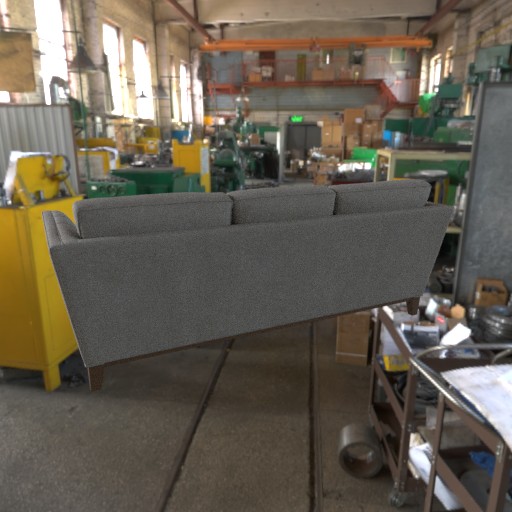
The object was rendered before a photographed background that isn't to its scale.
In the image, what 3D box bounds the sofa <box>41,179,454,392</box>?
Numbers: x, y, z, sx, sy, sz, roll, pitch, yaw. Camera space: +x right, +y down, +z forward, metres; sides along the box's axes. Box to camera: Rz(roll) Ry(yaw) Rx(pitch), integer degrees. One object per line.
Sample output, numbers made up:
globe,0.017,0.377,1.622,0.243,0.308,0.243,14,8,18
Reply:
sofa,0.000,0.000,2.828,2.387,0.940,0.965,-8,17,-26
